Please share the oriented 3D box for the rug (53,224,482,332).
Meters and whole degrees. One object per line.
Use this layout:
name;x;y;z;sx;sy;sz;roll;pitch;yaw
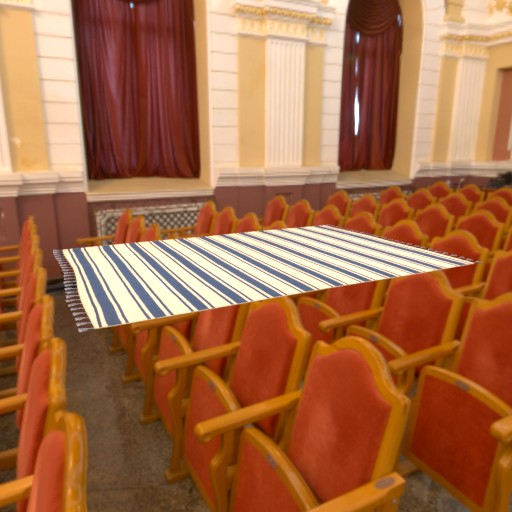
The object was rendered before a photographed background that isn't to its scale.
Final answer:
rug;0.000;0.000;2.840;2.315;0.010;1.544;-7;15;-26
